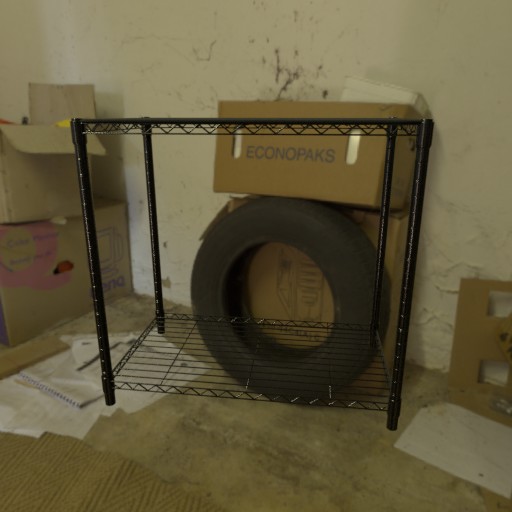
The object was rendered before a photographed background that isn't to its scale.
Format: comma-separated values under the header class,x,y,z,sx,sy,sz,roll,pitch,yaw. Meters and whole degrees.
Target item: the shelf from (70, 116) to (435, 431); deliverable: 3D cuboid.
class,x,y,z,sx,sy,sz,roll,pitch,yaw
shelf,0.000,0.000,0.944,0.589,0.564,0.338,2,18,7
